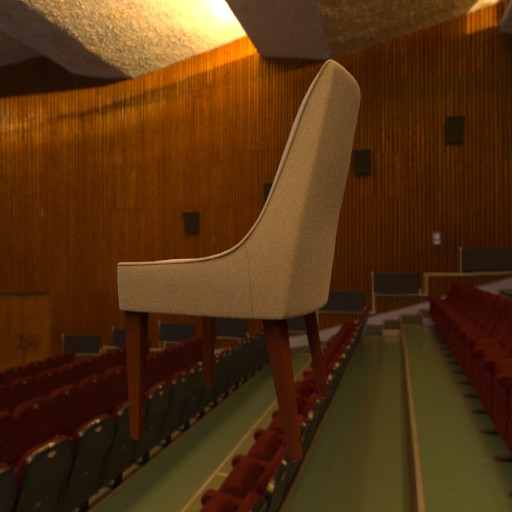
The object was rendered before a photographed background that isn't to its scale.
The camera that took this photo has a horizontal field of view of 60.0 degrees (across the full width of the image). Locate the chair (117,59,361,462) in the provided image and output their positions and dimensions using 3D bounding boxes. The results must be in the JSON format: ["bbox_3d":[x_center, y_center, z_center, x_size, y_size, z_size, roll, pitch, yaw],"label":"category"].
[{"bbox_3d":[0.000,0.000,1.188,0.544,0.861,0.529,0,0,17],"label":"chair"}]
